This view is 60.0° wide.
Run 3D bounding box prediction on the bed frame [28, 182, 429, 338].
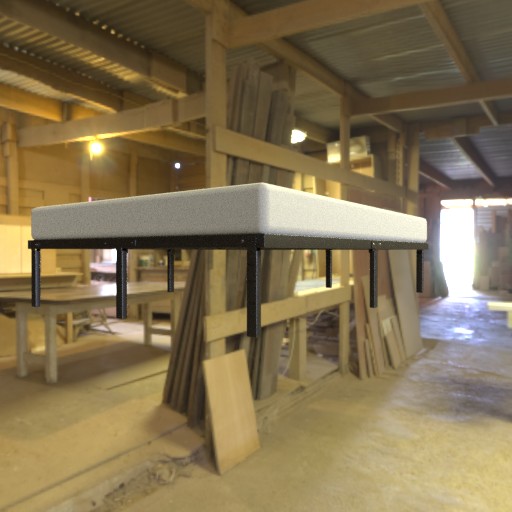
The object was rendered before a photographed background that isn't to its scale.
[{"bbox_3d":[0.000,0.000,3.536,1.990,0.680,2.635,0,1,36],"label":"bed frame"}]
